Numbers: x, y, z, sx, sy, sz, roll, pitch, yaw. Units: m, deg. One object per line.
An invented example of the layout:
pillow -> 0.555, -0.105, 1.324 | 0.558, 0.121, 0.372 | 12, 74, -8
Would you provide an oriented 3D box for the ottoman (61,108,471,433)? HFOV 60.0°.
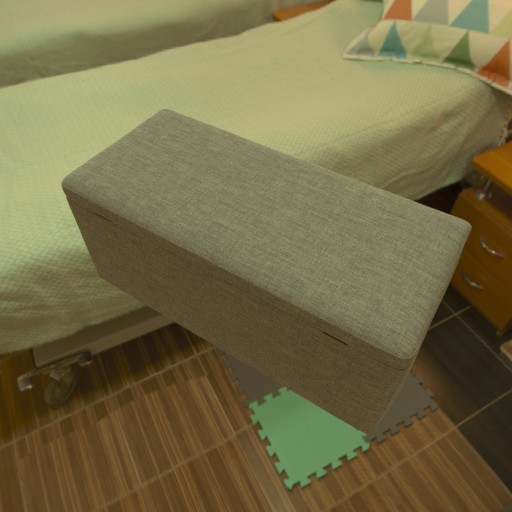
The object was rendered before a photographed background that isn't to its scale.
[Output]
ottoman -> 0.000, 0.000, 1.159 | 0.902, 0.432, 0.419 | 26, 54, 21
